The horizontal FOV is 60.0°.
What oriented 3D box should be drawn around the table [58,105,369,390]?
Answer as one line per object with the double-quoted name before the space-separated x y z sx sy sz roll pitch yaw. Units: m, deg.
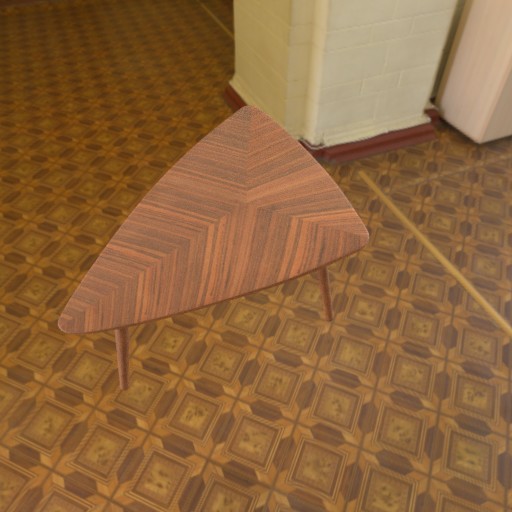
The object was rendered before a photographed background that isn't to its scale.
"table" 0.000 0.000 1.302 0.601 0.365 1.008 17 49 15
